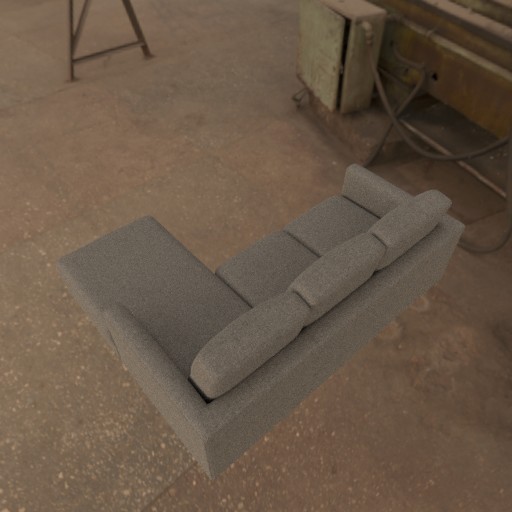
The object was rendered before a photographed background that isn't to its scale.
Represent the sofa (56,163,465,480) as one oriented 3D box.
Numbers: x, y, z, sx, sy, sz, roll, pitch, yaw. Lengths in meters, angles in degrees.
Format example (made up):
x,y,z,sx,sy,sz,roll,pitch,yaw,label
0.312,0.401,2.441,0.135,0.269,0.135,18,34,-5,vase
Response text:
x,y,z,sx,sy,sz,roll,pitch,yaw,label
0.000,0.000,2.904,2.055,0.957,1.667,-32,54,-27,sofa
